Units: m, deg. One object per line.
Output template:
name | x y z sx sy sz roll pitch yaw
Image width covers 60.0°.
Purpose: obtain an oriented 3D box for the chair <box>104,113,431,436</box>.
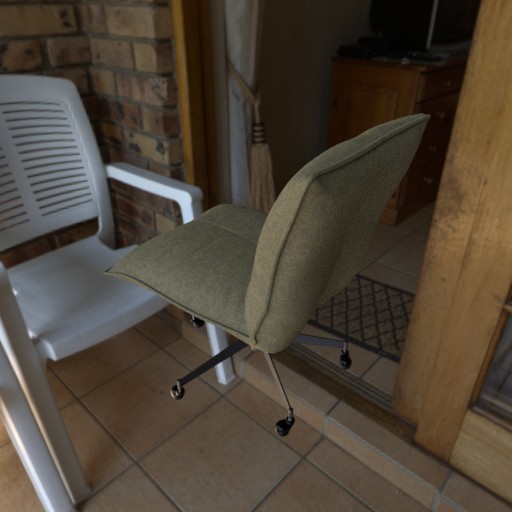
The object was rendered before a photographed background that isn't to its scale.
chair | 0.000 0.000 1.288 0.696 0.811 0.597 21 37 31
